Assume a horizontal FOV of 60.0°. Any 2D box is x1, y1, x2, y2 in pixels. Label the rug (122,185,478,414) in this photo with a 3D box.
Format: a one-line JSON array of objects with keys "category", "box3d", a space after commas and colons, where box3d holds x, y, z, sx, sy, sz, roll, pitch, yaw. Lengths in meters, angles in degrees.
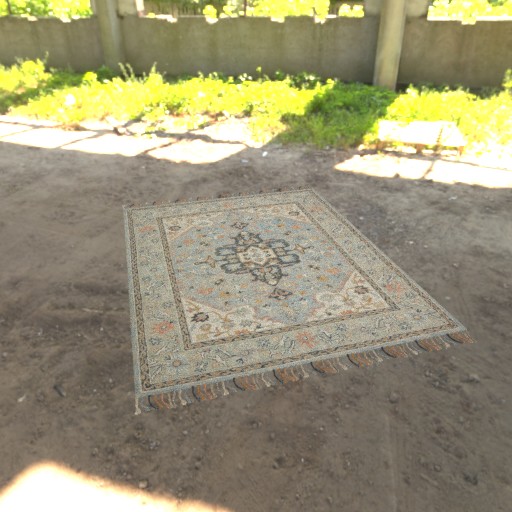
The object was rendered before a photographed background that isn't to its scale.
[{"category": "rug", "box3d": [0.000, 0.000, 2.255, 1.278, 0.009, 1.730, -8, 31, -14]}]
